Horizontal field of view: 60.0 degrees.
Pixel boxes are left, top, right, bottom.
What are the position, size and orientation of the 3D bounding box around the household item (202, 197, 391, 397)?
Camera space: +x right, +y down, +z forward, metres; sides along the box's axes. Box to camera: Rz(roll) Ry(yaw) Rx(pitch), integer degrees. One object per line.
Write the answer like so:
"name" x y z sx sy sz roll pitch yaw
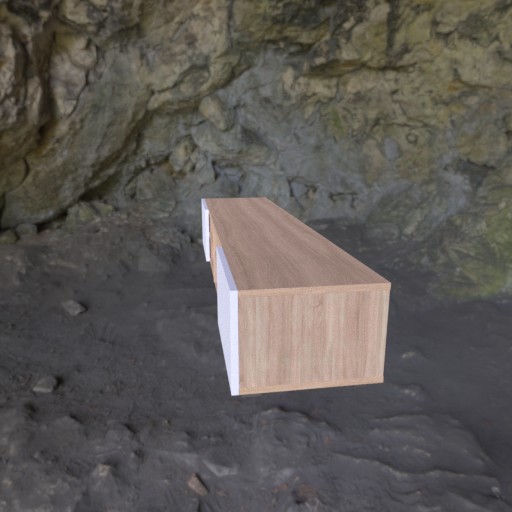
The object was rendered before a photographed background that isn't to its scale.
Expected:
"household item" 0.000 0.000 2.043 0.420 0.310 1.850 -2 15 -9
